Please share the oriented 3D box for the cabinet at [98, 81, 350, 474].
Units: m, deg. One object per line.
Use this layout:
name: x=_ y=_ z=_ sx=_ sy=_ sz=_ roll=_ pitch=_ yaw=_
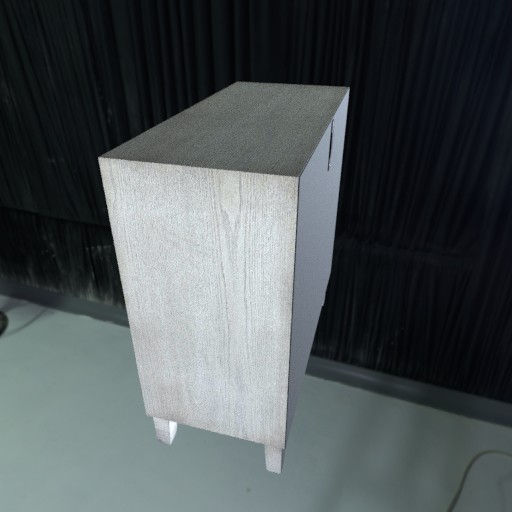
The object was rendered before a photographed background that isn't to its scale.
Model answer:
cabinet: x=0.000 y=0.000 z=1.248 sx=0.370 sy=0.787 sz=0.781 roll=8 pitch=32 yaw=14
